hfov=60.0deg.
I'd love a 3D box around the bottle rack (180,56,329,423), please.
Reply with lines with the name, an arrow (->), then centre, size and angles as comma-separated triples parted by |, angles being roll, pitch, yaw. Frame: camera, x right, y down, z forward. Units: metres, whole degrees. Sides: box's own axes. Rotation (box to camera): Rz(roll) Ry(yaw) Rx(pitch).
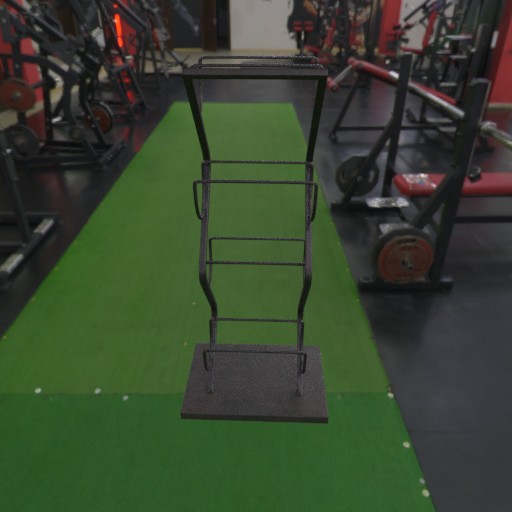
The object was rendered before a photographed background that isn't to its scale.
bottle rack -> 0.000, 0.000, 0.697 | 0.254, 0.559, 0.178 | 1, 31, 2
